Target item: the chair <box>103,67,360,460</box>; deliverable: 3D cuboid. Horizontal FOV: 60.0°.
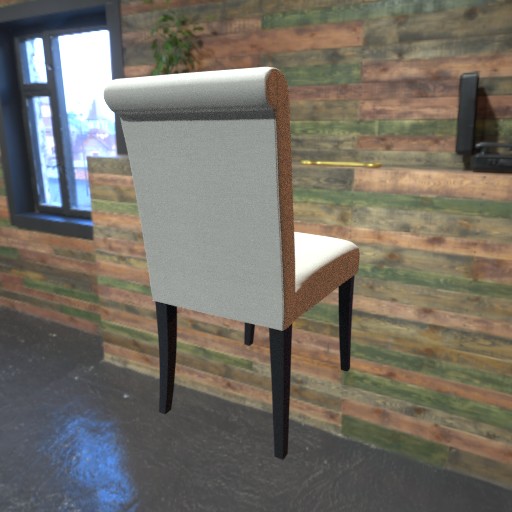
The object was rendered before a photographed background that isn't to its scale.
[{"bbox_3d":[0.000,0.000,1.359,0.452,0.976,0.708,8,17,28],"label":"chair"}]
